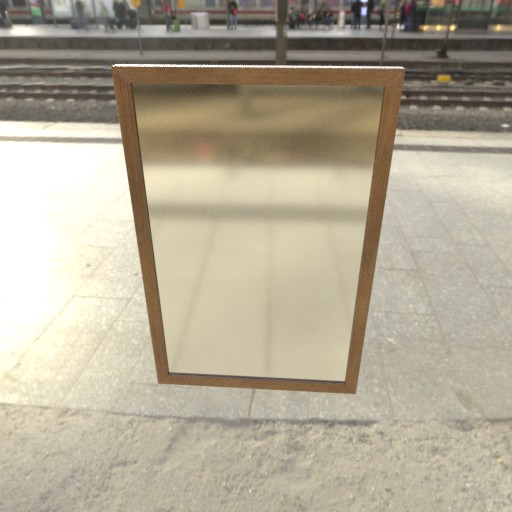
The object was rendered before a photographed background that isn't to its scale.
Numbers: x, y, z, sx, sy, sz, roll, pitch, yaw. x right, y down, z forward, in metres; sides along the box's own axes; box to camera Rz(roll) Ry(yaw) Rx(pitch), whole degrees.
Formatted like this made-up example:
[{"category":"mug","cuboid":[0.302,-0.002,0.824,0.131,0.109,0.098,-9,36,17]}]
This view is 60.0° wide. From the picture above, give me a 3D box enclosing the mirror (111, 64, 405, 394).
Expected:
[{"category":"mirror","cuboid":[0.000,0.000,1.156,0.609,0.915,0.040,2,29,4]}]
